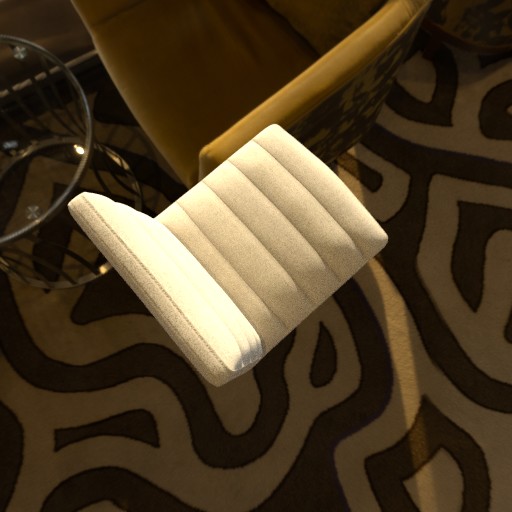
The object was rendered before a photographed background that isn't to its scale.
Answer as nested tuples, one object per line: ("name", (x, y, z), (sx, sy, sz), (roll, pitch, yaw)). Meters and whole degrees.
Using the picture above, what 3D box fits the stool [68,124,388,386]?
("stool", (0.000, 0.000, 1.282), (0.567, 0.971, 0.459), (-40, 79, -9))
